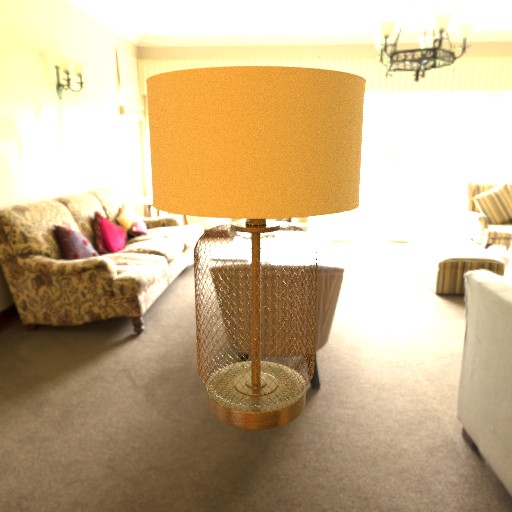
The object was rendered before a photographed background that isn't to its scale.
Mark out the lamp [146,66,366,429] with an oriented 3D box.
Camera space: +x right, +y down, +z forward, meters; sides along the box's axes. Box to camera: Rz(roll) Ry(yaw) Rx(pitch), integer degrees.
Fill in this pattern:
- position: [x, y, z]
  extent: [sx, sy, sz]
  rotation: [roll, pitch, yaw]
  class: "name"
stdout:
- position: [0.000, 0.000, 0.796]
  extent: [0.353, 0.578, 0.353]
  rotation: [0, 14, 0]
  class: "lamp"
